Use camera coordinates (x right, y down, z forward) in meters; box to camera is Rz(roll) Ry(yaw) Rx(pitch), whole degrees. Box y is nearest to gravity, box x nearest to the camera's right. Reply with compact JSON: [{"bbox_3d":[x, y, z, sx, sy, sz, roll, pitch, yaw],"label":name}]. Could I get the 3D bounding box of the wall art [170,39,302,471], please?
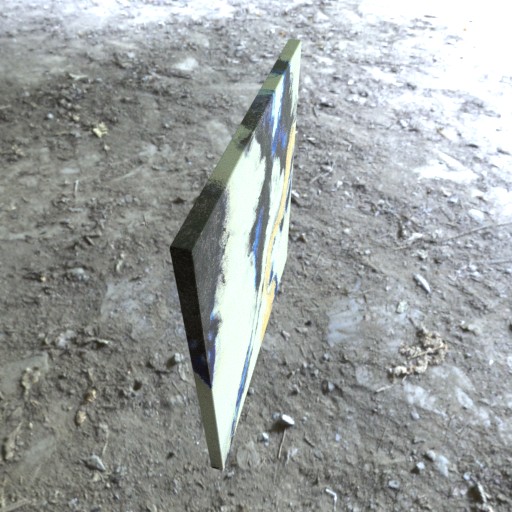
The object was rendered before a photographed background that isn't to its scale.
[{"bbox_3d":[0.000,0.000,1.268,0.038,0.885,0.887,10,46,10],"label":"wall art"}]
